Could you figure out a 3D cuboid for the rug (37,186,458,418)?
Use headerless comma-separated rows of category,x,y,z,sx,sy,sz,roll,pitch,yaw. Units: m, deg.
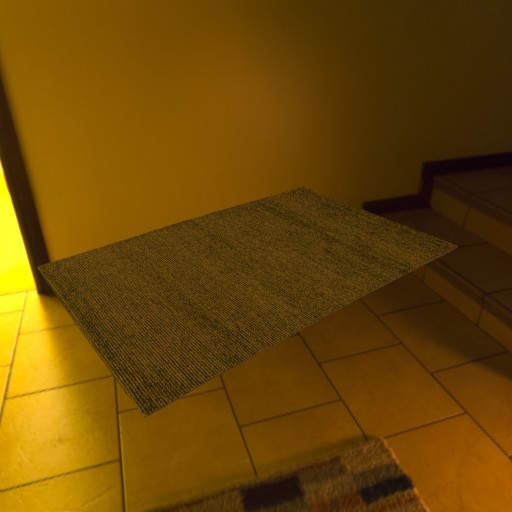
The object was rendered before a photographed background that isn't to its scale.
rug,0.000,0.000,2.206,1.777,0.021,1.145,-21,35,-33
